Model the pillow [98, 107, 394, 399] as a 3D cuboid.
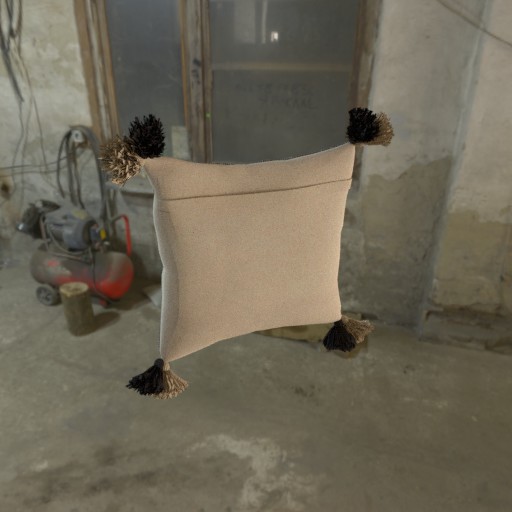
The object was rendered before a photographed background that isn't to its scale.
[{"bbox_3d":[0.000,0.000,1.021,0.654,0.659,0.170,-9,27,-18],"label":"pillow"}]
